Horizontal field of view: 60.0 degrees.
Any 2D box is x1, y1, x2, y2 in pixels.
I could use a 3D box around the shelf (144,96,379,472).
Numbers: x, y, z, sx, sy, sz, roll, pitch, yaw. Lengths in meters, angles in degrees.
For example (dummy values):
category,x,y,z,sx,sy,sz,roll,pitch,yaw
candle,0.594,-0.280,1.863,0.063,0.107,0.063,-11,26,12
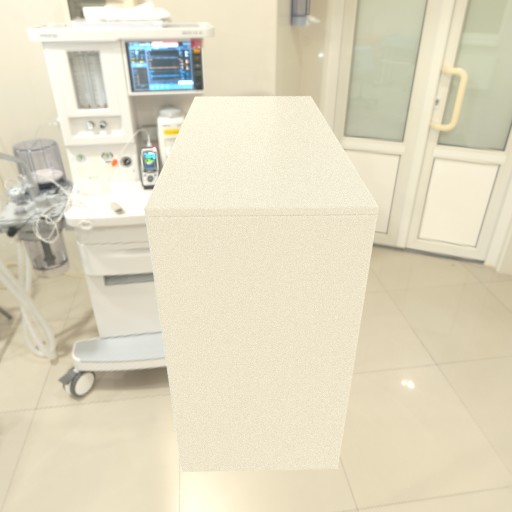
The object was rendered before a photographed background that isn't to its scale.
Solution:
category,x,y,z,sx,sy,sz,roll,pitch,yaw
shelf,0.000,0.000,1.317,0.396,0.732,0.895,-1,31,-1
